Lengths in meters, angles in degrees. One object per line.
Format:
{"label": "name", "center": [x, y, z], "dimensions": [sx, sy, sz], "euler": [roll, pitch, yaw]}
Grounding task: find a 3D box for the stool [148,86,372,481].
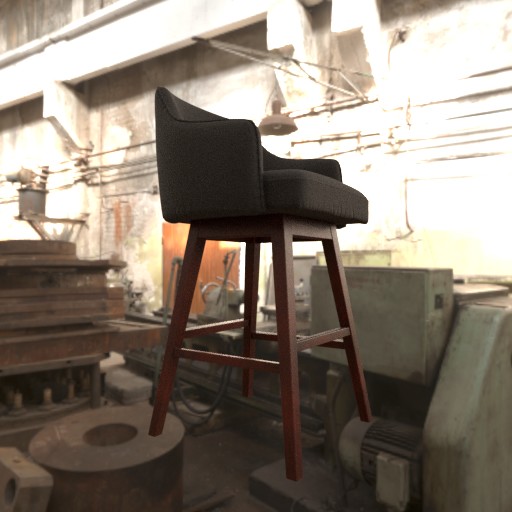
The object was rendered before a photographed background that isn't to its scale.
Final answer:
{"label": "stool", "center": [0.000, 0.000, 1.336], "dimensions": [0.558, 1.012, 0.548], "euler": [-1, -1, 35]}
